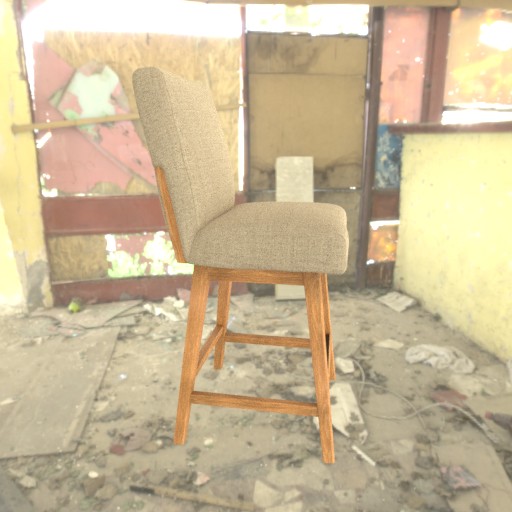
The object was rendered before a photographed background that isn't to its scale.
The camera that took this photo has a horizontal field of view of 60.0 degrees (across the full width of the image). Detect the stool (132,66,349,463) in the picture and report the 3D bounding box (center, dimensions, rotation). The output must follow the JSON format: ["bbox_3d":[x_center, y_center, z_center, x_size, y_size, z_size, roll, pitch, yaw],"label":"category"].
[{"bbox_3d":[0.000,0.000,1.319,0.526,1.010,0.459,3,15,10],"label":"stool"}]
